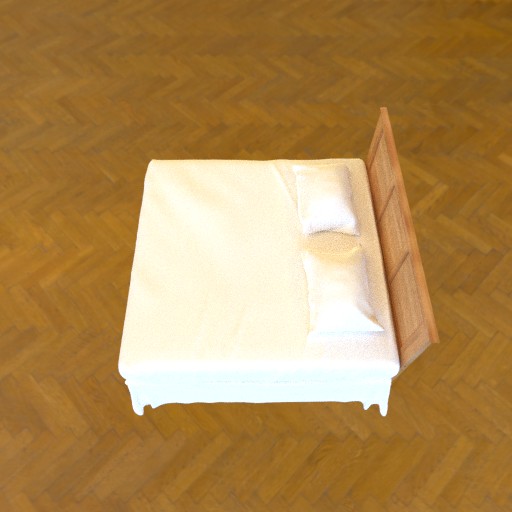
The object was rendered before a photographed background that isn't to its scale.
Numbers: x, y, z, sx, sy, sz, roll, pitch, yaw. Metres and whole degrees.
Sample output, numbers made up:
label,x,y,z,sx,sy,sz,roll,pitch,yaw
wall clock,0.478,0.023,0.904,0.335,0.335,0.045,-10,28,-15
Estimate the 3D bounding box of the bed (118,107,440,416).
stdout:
label,x,y,z,sx,sy,sz,roll,pitch,yaw
bed,0.000,0.000,3.646,2.215,1.270,2.317,0,60,0
